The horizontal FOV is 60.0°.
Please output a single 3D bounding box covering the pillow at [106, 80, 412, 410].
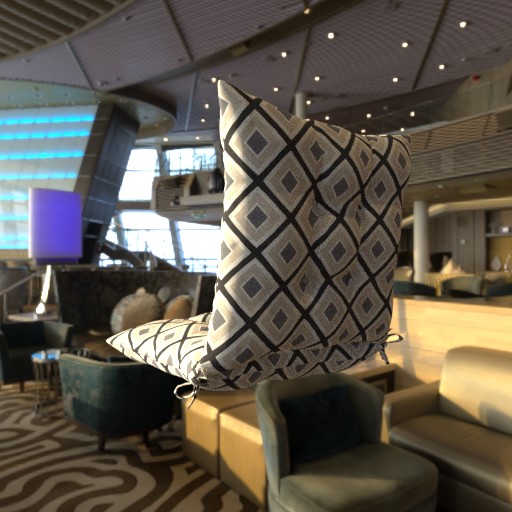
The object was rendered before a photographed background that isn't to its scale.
[{"bbox_3d":[0.000,0.000,1.025,0.541,0.536,0.585,0,-1,-36],"label":"pillow"}]
